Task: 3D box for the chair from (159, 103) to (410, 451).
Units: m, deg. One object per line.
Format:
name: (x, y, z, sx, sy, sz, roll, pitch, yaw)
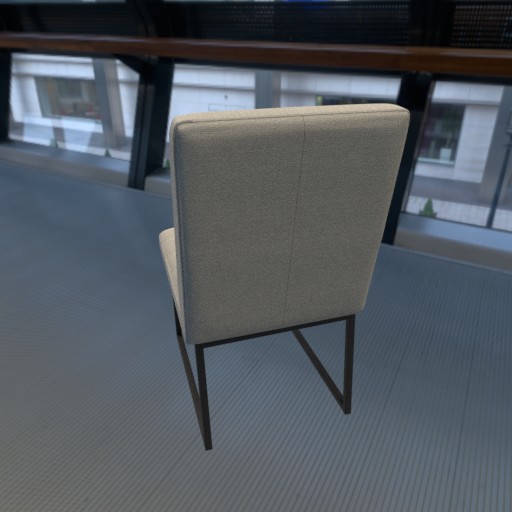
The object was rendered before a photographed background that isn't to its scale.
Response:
chair: (0.000, 0.000, 1.333, 0.520, 0.930, 0.634, -8, 28, -16)
